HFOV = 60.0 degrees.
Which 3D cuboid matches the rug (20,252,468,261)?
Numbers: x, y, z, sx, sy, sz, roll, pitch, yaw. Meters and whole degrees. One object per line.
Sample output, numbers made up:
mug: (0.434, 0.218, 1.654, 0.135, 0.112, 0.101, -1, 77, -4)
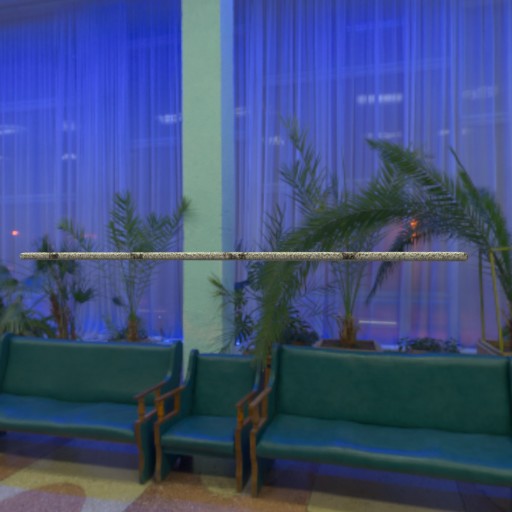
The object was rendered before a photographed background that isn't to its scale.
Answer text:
rug: (0.000, 0.000, 2.238, 1.778, 0.030, 1.219, 0, 0, 17)
